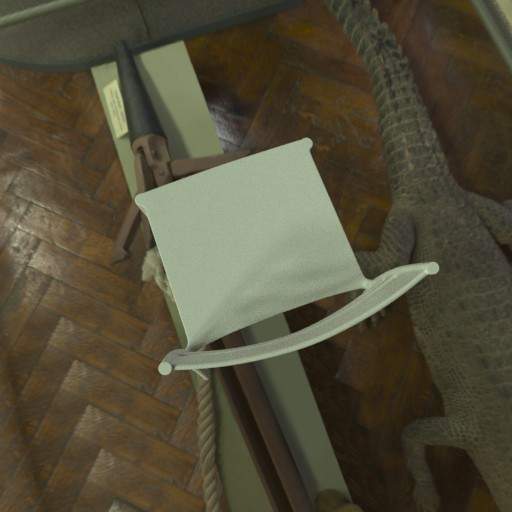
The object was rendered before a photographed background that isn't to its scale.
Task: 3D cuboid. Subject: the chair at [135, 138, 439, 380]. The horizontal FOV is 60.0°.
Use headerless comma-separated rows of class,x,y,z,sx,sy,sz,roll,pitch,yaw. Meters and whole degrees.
chair,0.000,0.000,1.125,0.531,0.800,0.511,-20,77,-5
